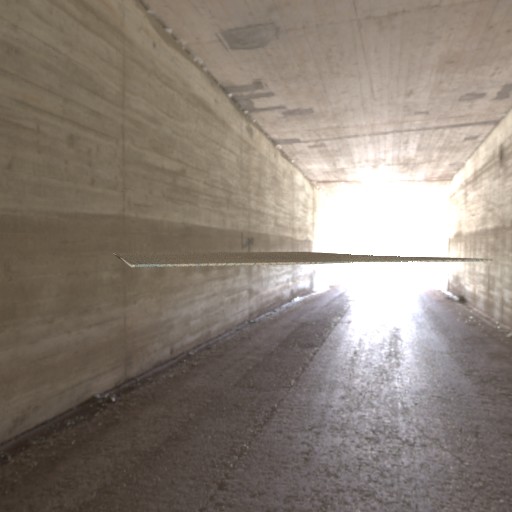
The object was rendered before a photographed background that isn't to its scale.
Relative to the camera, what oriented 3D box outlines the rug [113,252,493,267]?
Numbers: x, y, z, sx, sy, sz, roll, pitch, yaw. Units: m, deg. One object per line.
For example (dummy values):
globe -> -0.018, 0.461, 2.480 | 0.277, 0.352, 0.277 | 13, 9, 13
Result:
rug -> 0.000, 0.000, 4.134 | 2.457, 0.015, 3.049 | -1, 2, -19
